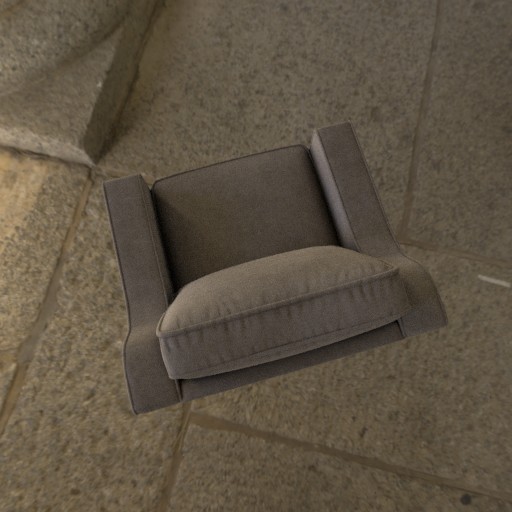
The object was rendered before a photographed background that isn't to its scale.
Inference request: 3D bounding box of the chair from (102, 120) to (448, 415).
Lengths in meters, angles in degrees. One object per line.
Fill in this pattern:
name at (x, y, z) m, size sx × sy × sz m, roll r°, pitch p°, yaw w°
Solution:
chair at (0.000, 0.000, 1.617) m, size 0.926 × 0.944 × 0.840 m, roll -15°, pitch 76°, yaw -4°
